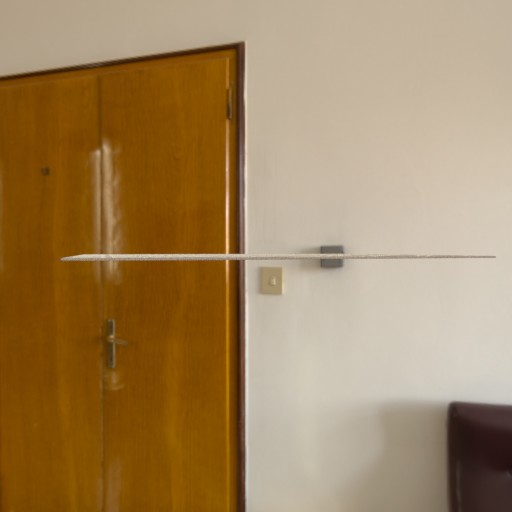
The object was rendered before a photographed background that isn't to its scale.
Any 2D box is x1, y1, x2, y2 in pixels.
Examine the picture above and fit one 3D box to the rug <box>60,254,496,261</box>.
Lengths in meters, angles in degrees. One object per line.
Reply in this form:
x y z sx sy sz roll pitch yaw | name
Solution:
0.000 0.000 3.817 2.895 0.018 2.288 0 1 -19 | rug
